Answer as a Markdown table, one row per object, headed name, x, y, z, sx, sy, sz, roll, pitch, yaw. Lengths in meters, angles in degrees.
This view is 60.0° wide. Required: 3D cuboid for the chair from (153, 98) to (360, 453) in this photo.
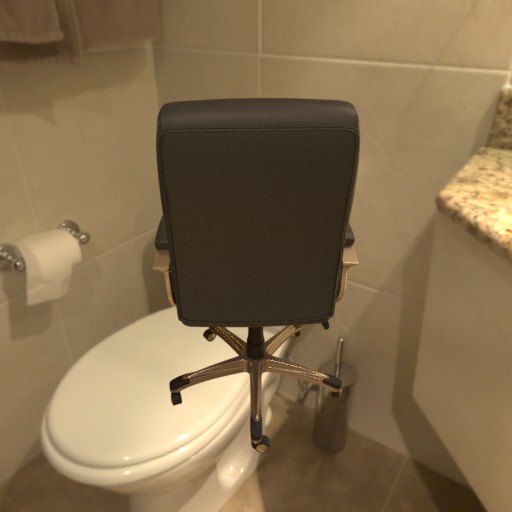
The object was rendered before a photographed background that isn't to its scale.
| name | x | y | z | sx | sy | sz | roll | pitch | yaw |
| --- | --- | --- | --- | --- | --- | --- | --- | --- | --- |
| chair | 0.000 | 0.000 | 1.601 | 0.694 | 1.188 | 0.748 | -1 | 30 | -2 |
